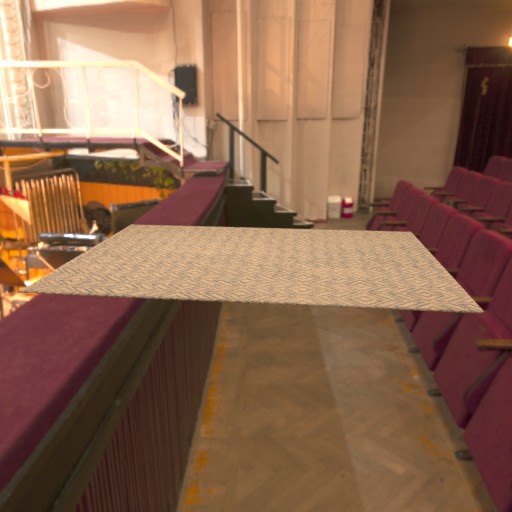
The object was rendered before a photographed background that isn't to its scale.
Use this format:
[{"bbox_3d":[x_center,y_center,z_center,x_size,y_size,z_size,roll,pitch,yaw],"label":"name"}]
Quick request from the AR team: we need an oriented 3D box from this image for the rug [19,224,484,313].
[{"bbox_3d":[0.000,0.000,2.302,1.824,0.008,1.220,2,17,6],"label":"rug"}]
